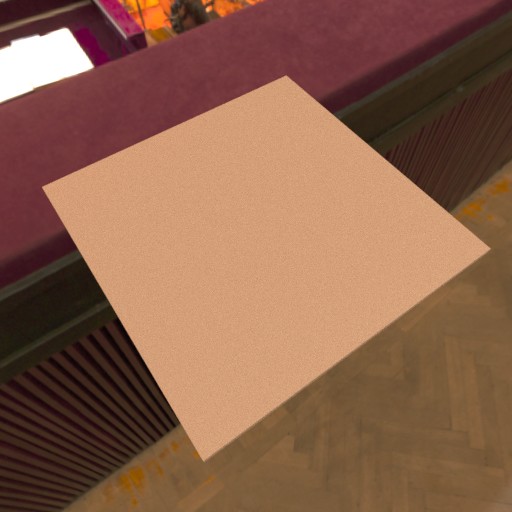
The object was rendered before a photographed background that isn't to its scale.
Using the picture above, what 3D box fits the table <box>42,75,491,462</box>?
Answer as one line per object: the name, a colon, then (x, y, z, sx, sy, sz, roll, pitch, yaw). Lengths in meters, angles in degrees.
table: (0.000, 0.000, 1.055, 0.670, 0.305, 0.670, -31, 63, -18)
